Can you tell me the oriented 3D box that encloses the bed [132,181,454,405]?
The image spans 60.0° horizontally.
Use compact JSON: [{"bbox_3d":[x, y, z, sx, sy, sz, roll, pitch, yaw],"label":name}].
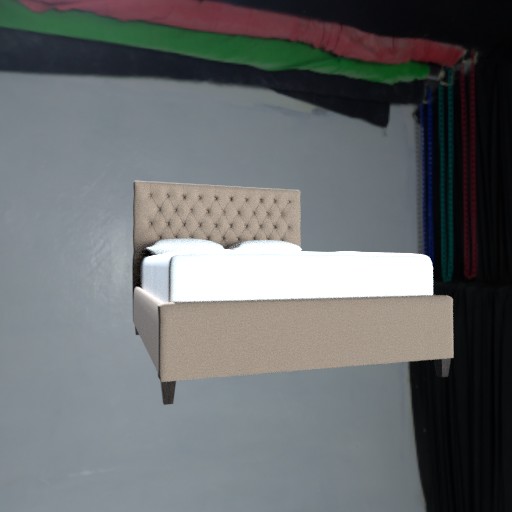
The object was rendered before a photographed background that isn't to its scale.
[{"bbox_3d":[0.000,0.000,3.350,1.696,1.426,2.233,0,-1,-18],"label":"bed"}]
